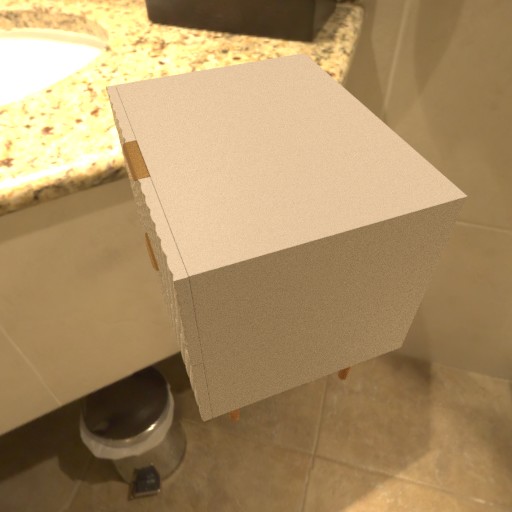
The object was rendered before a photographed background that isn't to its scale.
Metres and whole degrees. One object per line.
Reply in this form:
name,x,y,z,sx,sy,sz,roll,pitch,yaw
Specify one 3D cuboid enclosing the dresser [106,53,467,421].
dresser,0.000,0.000,0.910,0.414,0.568,0.503,-16,49,-15
